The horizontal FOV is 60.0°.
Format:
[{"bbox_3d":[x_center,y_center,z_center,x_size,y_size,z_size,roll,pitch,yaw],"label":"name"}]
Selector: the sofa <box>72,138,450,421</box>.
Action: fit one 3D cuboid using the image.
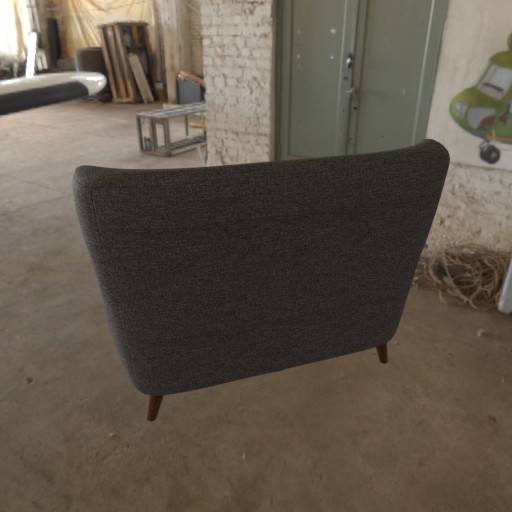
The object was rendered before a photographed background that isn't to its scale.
[{"bbox_3d":[0.000,0.000,1.960,1.358,1.028,0.874,-9,27,-17],"label":"sofa"}]
